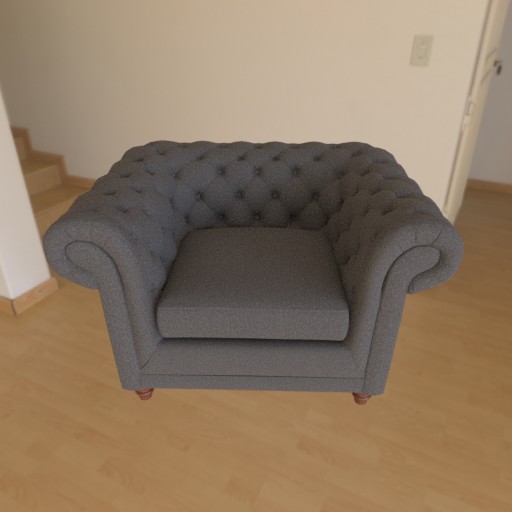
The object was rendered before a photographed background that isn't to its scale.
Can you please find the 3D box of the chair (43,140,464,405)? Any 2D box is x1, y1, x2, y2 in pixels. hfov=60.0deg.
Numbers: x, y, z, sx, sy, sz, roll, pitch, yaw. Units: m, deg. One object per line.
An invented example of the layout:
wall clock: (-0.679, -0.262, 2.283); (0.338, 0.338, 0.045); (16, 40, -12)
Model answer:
chair: (0.000, 0.000, 1.843); (1.270, 0.770, 0.976); (1, 29, 1)
